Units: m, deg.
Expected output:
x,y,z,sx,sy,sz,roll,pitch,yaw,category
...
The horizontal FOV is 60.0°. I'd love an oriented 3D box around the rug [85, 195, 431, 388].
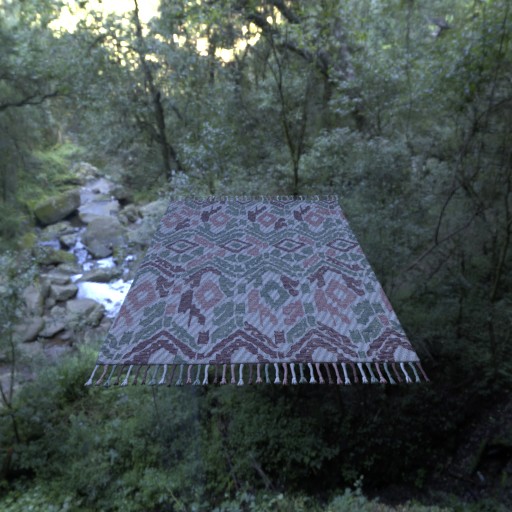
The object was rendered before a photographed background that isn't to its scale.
x,y,z,sx,sy,sz,roll,pitch,yaw,category
0.000,0.000,2.964,1.524,0.011,2.438,0,27,-1,rug
